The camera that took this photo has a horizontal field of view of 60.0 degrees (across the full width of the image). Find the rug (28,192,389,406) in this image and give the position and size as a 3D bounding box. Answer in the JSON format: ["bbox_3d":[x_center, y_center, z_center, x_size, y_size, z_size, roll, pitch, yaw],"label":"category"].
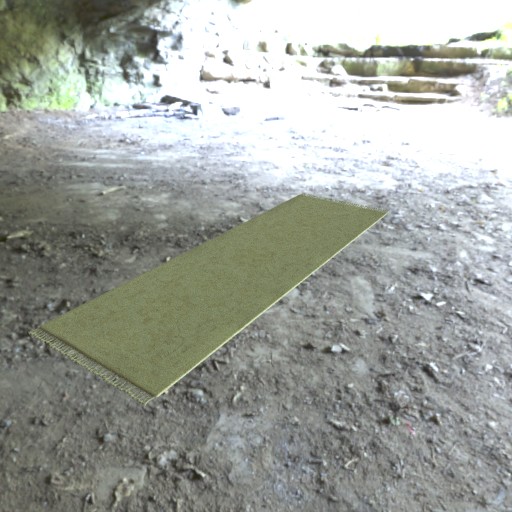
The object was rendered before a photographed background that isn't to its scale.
[{"bbox_3d":[0.000,0.000,2.784,0.795,0.015,2.544,17,31,31],"label":"rug"}]
